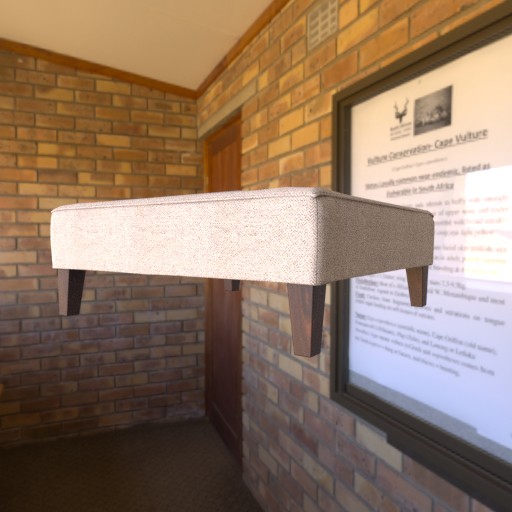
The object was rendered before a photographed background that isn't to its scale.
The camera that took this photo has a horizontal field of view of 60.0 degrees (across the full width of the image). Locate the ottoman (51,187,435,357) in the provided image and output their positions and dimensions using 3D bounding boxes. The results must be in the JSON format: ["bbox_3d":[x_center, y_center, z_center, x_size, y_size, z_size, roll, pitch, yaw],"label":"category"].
[{"bbox_3d":[0.000,0.000,1.560,0.982,0.381,0.973,1,2,35],"label":"ottoman"}]
